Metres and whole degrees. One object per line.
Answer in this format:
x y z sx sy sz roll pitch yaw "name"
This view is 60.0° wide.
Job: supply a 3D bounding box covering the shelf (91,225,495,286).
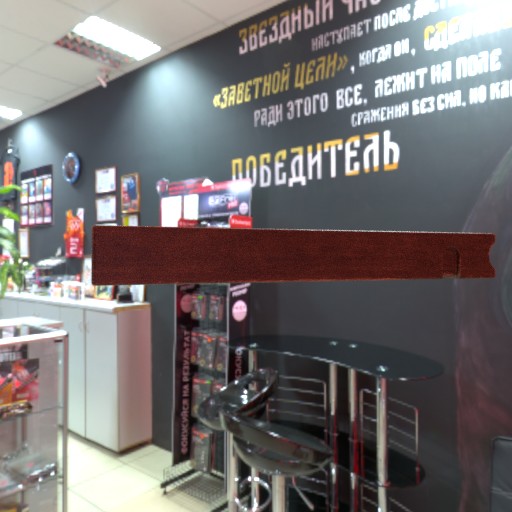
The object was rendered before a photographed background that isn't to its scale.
0.000 0.000 0.440 0.296 0.035 0.296 0 0 -18 "shelf"
